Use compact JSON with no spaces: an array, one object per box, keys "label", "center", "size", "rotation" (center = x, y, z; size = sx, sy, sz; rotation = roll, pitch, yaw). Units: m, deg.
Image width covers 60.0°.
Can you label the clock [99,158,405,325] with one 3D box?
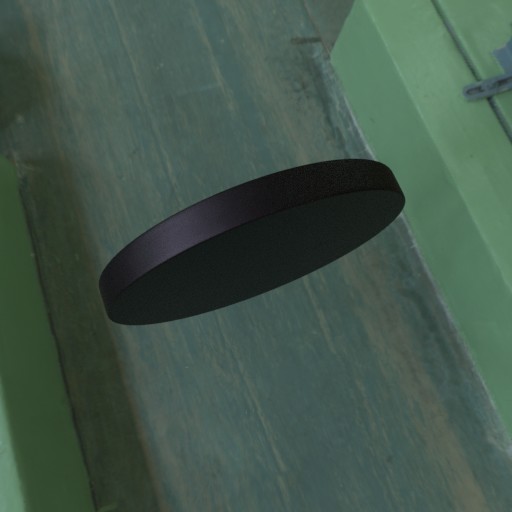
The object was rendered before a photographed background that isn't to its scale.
[{"label":"clock","center":[0.000,0.000,0.462],"size":[0.314,0.314,0.029],"rotation":[-20,76,-5]}]
